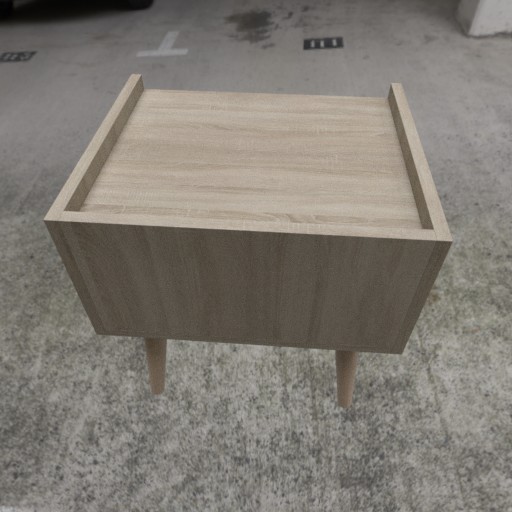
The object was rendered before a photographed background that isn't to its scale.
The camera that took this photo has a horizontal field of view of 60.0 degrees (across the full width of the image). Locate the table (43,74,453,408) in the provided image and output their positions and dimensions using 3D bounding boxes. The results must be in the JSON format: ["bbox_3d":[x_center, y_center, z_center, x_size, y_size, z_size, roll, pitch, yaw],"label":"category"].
[{"bbox_3d":[0.000,0.000,0.782,0.450,0.470,0.370,3,47,3],"label":"table"}]
